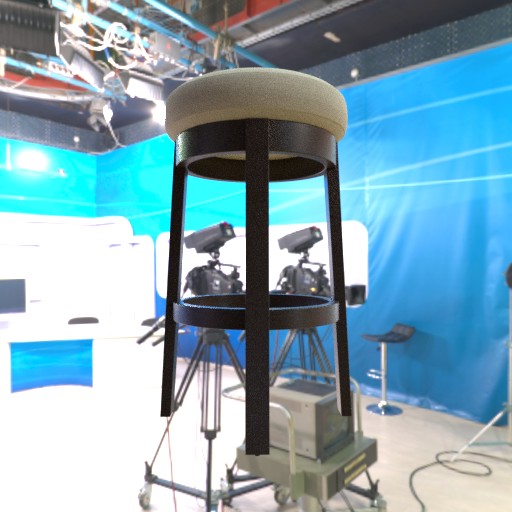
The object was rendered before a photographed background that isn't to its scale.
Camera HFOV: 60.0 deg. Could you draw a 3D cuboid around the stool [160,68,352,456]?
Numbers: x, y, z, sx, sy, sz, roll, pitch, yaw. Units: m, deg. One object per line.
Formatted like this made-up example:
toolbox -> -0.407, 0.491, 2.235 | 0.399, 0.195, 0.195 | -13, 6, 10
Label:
stool -> 0.000, 0.000, 1.055 | 0.446, 0.758, 0.446 | 0, 0, 0
